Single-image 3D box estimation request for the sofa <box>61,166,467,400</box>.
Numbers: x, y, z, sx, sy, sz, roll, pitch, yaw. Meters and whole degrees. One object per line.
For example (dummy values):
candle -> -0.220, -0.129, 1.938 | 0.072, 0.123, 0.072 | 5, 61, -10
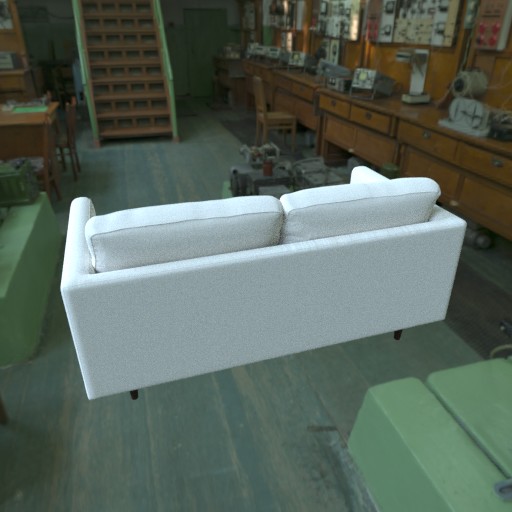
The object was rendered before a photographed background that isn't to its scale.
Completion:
sofa -> 0.000, 0.000, 2.251 | 1.713, 0.893, 0.940 | -9, 29, -16
